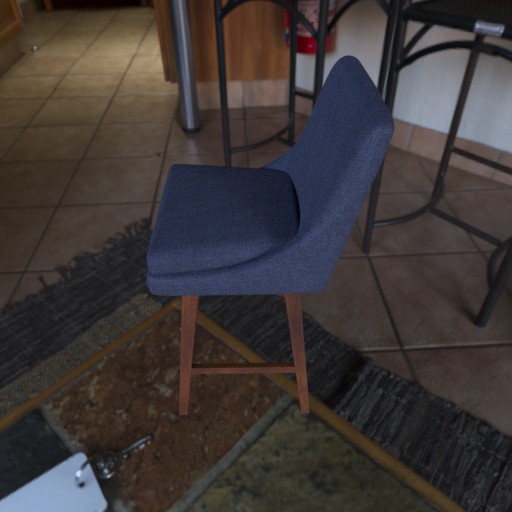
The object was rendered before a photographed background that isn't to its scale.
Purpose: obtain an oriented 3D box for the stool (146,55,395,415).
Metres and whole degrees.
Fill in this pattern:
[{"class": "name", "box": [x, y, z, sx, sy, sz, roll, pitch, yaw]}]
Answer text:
[{"class": "stool", "box": [0.000, 0.000, 1.374, 0.572, 1.068, 0.489, -1, 42, -1]}]
